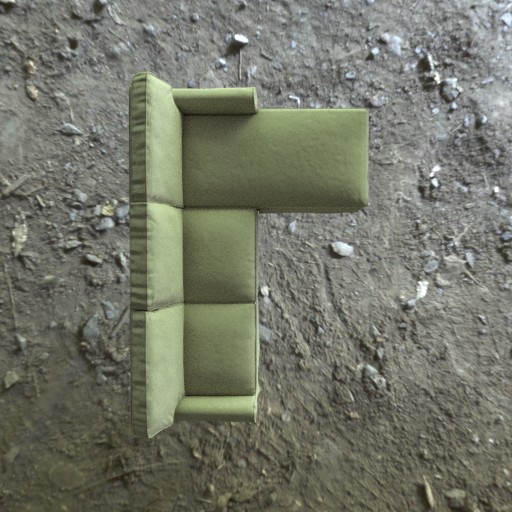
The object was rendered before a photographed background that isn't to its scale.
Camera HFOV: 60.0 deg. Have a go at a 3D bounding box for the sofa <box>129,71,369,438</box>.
[{"bbox_3d":[0.000,0.000,3.334,1.733,0.978,2.475,0,91,1],"label":"sofa"}]
